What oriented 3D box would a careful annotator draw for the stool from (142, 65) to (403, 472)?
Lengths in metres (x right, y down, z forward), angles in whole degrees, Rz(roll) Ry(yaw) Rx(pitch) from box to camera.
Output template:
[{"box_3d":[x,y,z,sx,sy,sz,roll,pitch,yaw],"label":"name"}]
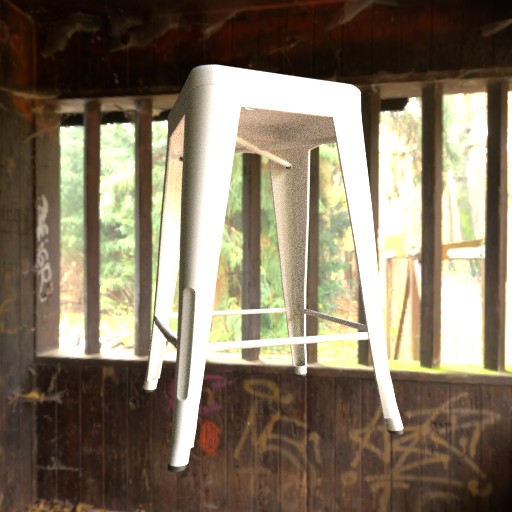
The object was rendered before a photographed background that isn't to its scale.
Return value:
[{"box_3d":[0.000,0.000,0.883,0.406,0.610,0.406,0,1,-20],"label":"stool"}]
